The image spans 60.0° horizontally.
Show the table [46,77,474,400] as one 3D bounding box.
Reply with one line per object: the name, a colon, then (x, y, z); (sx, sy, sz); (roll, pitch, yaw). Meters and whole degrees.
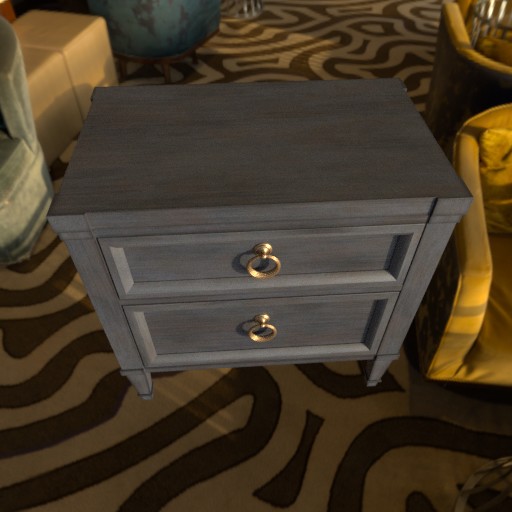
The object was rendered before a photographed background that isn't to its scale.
table: (0.000, 0.000, 1.058); (0.660, 0.660, 0.413); (-3, 47, -3)
